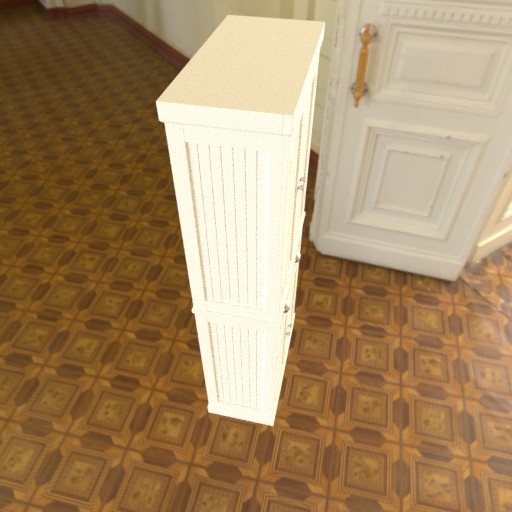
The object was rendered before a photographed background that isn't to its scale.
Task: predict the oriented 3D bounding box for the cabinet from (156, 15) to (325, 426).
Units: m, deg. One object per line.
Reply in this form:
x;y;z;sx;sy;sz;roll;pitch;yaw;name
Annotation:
0.000;0.000;2.077;0.390;1.829;0.754;9;45;9;cabinet
